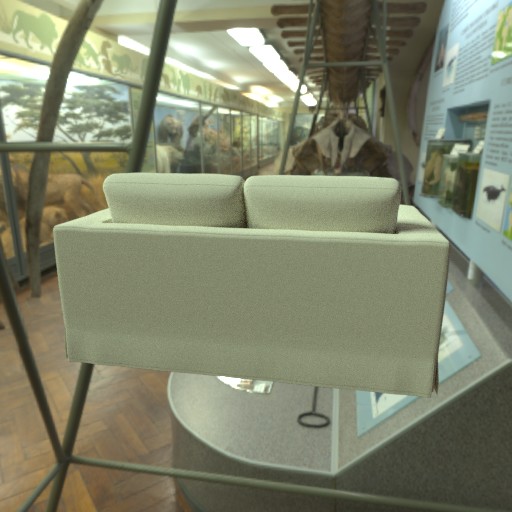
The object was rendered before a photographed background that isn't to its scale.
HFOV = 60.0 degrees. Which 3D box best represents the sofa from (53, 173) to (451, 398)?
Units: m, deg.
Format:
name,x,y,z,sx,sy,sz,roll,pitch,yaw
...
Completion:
name,x,y,z,sx,sy,sz,roll,pitch,yaw
sofa,0.000,0.000,2.452,1.813,0.932,1.009,3,15,10
